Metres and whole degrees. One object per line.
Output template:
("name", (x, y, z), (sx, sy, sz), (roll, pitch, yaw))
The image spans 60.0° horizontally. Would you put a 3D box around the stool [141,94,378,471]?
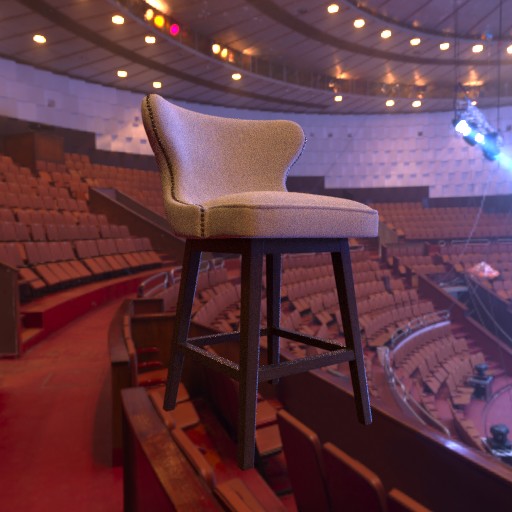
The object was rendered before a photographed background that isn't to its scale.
("stool", (0.000, 0.000, 1.353), (0.615, 0.972, 0.597), (-2, 3, -36))
